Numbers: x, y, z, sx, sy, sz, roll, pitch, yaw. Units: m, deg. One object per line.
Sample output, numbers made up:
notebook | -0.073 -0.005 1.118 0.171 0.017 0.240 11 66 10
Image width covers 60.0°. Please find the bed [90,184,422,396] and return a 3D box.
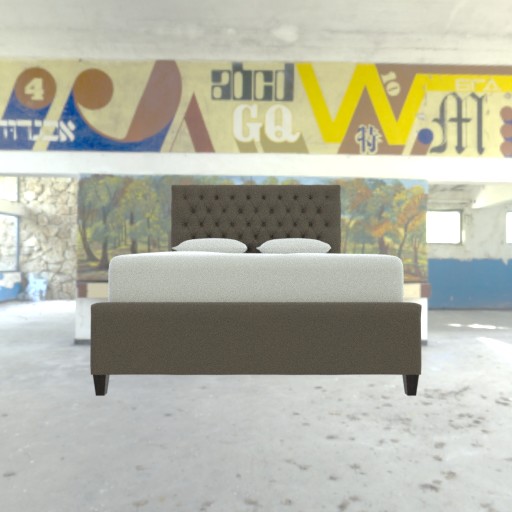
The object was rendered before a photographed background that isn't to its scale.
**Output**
bed | 0.000 0.000 3.330 1.696 1.426 2.233 0 0 0
